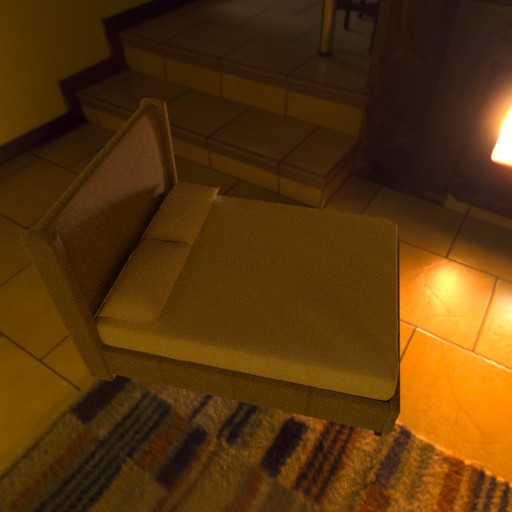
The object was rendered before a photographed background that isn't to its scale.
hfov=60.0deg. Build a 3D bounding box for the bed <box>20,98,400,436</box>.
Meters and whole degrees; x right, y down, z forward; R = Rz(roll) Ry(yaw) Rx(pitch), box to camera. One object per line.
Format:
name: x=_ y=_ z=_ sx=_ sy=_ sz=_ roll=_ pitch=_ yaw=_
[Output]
bed: x=0.000 y=0.000 z=3.315 sx=2.245 sy=1.481 sz=1.714 roll=9 pitch=46 yaw=9
